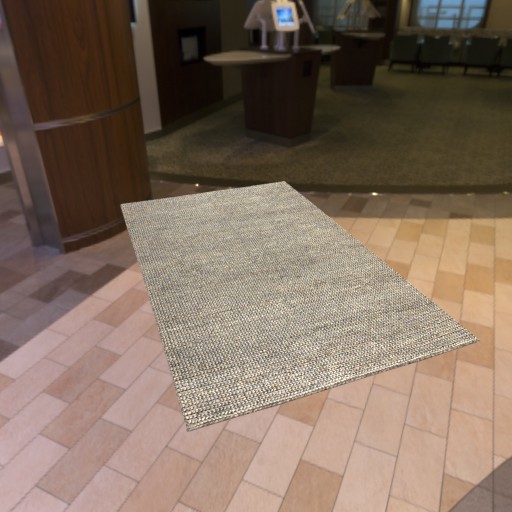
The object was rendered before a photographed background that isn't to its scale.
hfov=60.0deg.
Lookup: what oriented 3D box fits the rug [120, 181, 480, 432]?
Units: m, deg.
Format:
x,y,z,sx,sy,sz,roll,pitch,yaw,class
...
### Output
x,y,z,sx,sy,sz,roll,pitch,yaw,class
0.000,0.000,3.016,1.538,0.021,2.443,-11,32,-18,rug
